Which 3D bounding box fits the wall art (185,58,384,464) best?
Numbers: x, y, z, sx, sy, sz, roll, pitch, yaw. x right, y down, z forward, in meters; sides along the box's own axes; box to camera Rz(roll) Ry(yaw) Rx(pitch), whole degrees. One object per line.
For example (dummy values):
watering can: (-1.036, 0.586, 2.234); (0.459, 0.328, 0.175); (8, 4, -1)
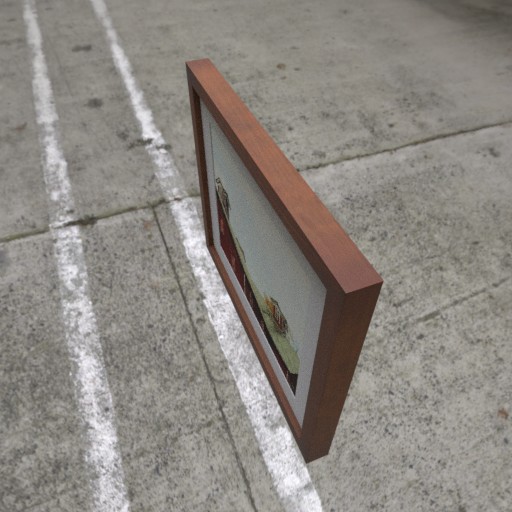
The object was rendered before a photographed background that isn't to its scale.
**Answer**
wall art: (0.000, 0.000, 0.550); (0.030, 0.328, 0.401); (-16, 48, -15)
